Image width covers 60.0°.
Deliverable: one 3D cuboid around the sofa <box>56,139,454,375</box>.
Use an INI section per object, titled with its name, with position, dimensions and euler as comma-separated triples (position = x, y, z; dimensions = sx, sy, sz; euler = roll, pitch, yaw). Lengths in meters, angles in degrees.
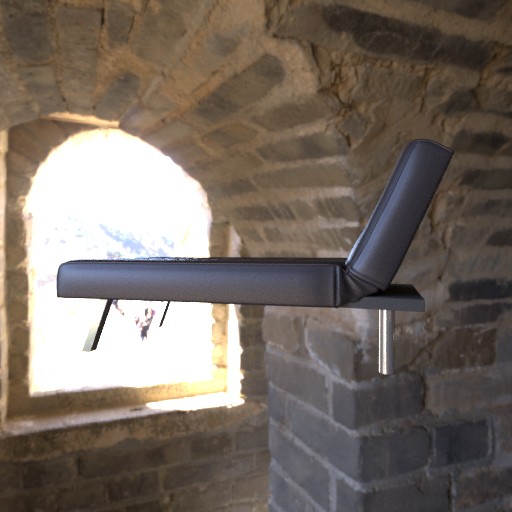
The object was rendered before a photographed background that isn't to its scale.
[sofa]
position = 0.000, 0.000, 2.017
dimensions = 1.560, 0.820, 0.760
euler = 0, 1, 16
